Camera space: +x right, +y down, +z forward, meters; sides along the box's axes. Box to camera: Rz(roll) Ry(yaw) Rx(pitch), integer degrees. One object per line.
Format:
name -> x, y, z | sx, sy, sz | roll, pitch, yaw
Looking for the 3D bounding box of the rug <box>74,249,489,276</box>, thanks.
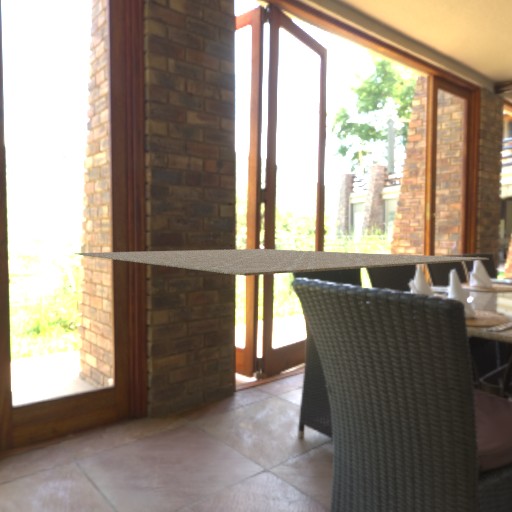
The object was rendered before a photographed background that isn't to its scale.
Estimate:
rug -> 0.000, 0.000, 3.857 | 2.286, 0.013, 2.894 | -2, 3, -37
